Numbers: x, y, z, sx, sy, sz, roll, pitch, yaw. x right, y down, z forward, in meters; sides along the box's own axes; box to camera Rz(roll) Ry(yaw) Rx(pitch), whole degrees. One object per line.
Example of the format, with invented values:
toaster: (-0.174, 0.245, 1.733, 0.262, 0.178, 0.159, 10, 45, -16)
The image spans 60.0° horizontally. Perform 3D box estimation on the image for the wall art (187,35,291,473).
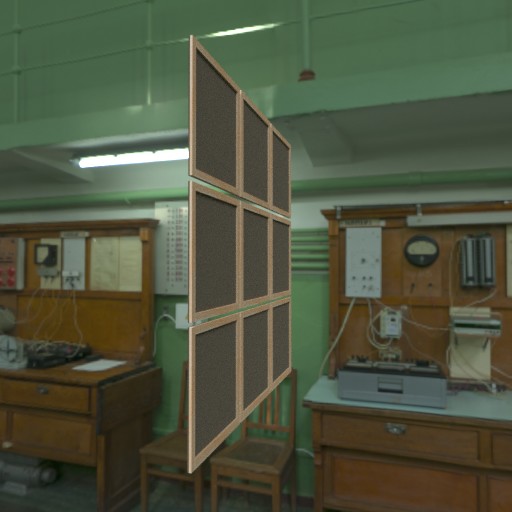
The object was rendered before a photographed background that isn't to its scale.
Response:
wall art: (0.000, 0.000, 1.811, 0.013, 1.218, 1.216, 0, -1, 18)
